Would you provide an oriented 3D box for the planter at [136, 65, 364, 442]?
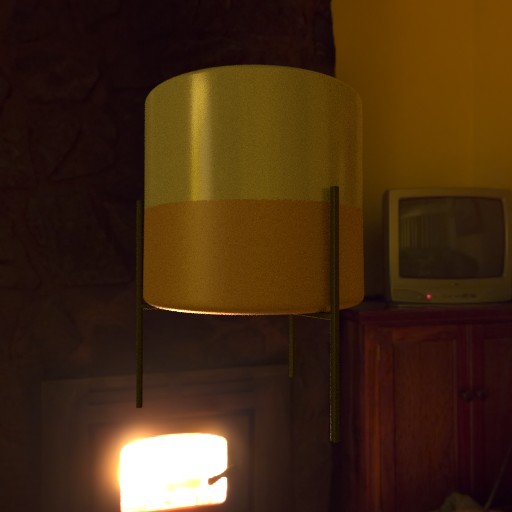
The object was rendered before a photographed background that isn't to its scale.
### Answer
[{"bbox_3d":[0.000,0.000,0.716,0.348,0.480,0.360,0,-1,-36],"label":"planter"}]
